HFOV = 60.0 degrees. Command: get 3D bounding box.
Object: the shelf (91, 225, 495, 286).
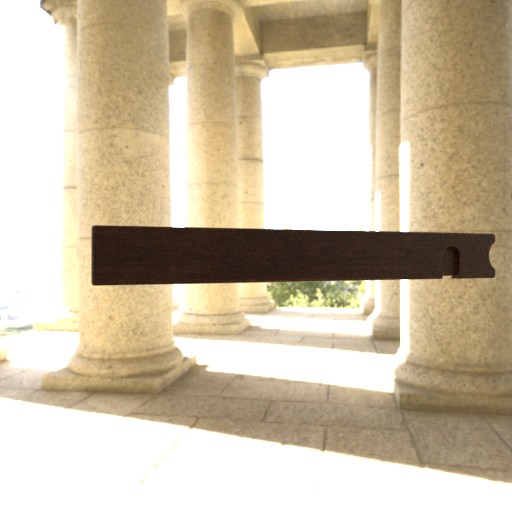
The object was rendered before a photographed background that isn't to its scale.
[{"bbox_3d":[0.000,0.000,0.440,0.296,0.035,0.296,0,0,-18],"label":"shelf"}]
